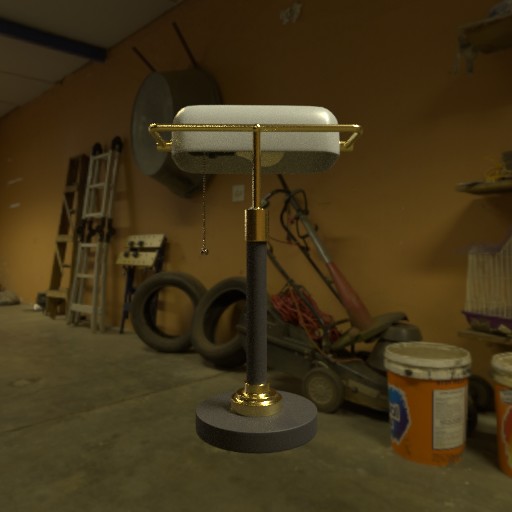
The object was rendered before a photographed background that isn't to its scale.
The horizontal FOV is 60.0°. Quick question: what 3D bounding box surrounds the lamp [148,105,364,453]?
[{"bbox_3d":[0.000,0.000,0.566,0.269,0.404,0.227,0,1,-1],"label":"lamp"}]
